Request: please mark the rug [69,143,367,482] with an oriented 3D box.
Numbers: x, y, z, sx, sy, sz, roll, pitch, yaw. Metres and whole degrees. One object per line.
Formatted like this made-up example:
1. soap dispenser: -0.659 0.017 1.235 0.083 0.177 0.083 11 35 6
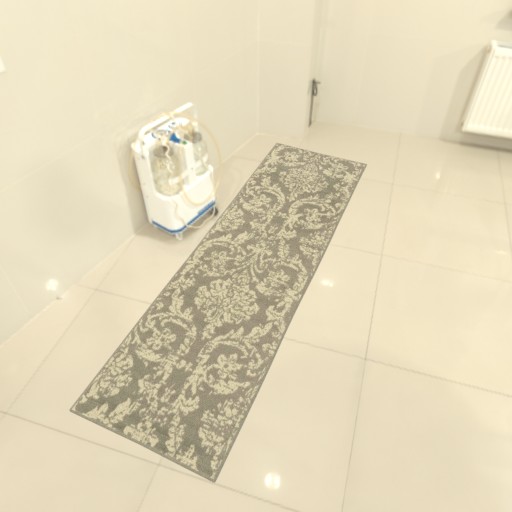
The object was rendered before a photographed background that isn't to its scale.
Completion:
1. rug: 0.000 0.000 2.382 0.662 0.011 2.196 18 48 17
